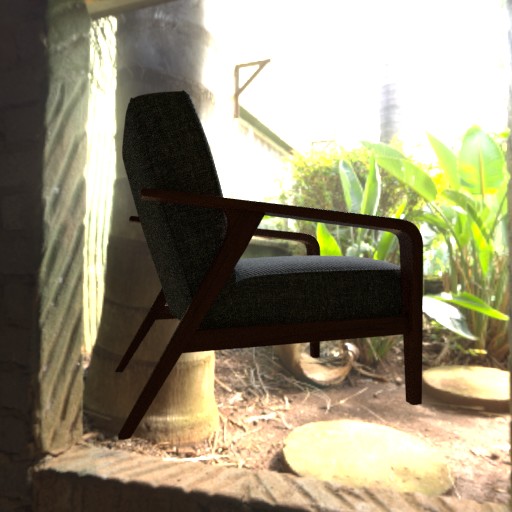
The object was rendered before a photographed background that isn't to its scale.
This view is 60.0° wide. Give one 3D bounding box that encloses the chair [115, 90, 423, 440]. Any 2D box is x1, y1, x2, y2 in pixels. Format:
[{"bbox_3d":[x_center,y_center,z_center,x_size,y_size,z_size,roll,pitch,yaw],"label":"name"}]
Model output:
[{"bbox_3d":[0.000,0.000,1.486,0.889,0.864,0.719,0,-1,-18],"label":"chair"}]
